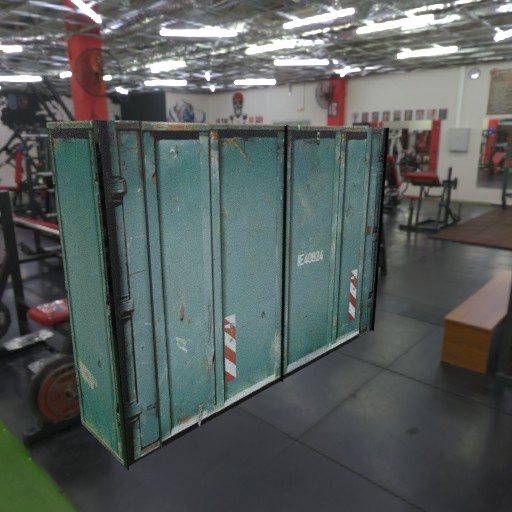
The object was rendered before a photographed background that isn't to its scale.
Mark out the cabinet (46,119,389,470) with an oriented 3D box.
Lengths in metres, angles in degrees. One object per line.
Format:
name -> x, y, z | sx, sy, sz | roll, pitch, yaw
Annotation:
cabinet -> 0.000, 0.000, 3.824 | 3.001, 2.160, 0.680 | -15, 21, -43
